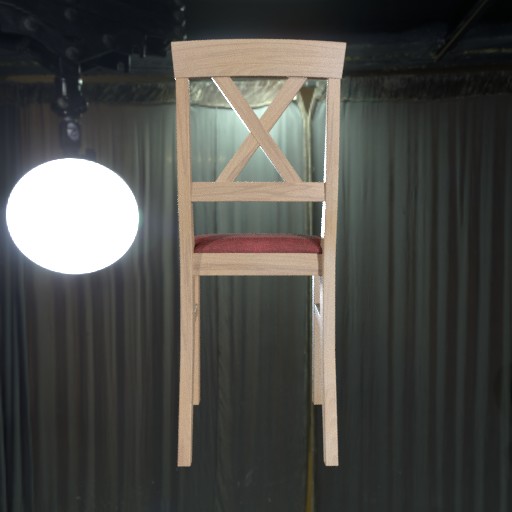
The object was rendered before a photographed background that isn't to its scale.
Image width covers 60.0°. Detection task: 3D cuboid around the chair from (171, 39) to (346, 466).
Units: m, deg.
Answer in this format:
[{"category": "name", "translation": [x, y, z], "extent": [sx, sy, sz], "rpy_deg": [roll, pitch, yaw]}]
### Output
[{"category": "chair", "translation": [0.000, 0.000, 1.171], "extent": [0.439, 0.912, 0.492], "rpy_deg": [0, 1, 0]}]
